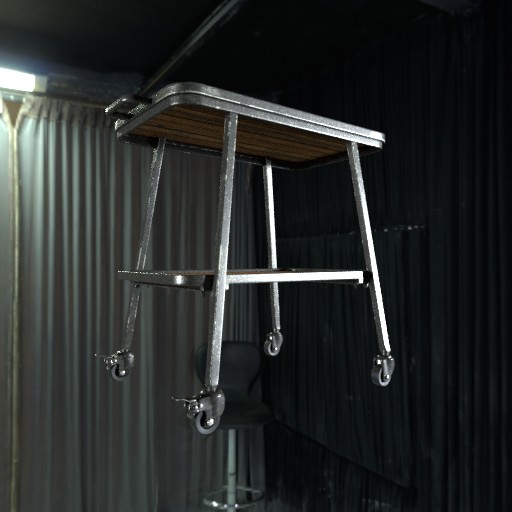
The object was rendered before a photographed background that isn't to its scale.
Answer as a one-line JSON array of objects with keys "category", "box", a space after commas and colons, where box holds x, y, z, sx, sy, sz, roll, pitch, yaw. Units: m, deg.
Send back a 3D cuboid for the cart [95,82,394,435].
[{"category": "cart", "box": [0.000, 0.000, 1.241, 0.806, 0.700, 0.515, 0, -1, -37]}]
